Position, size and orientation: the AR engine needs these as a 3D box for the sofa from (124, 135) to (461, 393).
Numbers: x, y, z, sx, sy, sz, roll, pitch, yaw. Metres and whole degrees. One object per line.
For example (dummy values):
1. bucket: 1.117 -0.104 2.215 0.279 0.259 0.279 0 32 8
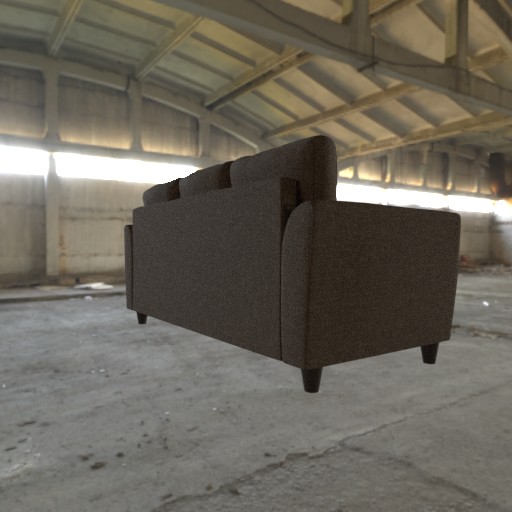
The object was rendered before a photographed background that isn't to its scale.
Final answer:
1. sofa: 0.000 0.000 2.364 0.837 0.891 1.847 -1 1 -34
